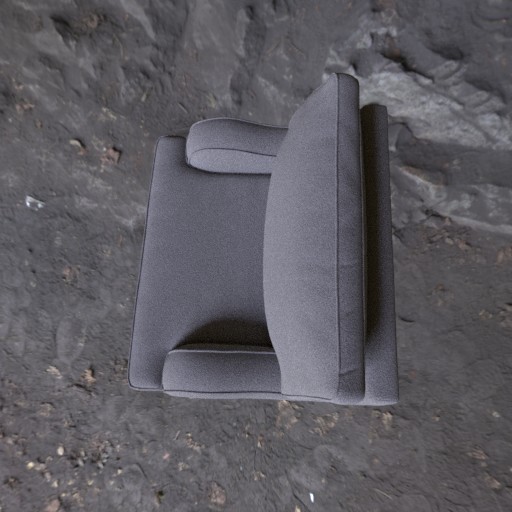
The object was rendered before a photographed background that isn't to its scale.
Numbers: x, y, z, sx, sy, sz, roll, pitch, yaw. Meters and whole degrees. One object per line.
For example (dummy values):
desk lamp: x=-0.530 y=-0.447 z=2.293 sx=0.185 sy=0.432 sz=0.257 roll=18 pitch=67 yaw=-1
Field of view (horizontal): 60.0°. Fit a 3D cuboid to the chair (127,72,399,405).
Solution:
chair: x=0.000 y=0.000 z=1.972 sx=1.040 sy=1.016 sz=1.220 roll=3 pitch=74 yaw=1
